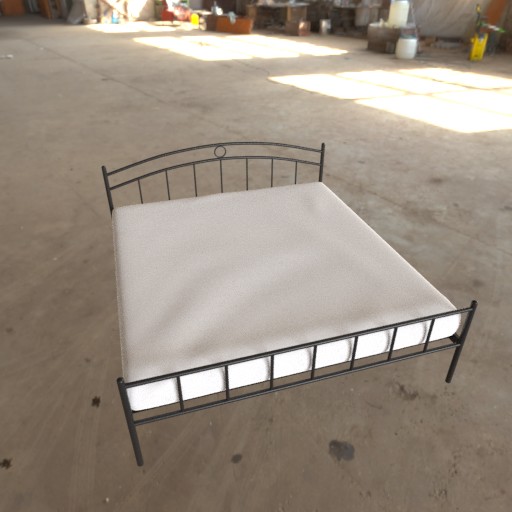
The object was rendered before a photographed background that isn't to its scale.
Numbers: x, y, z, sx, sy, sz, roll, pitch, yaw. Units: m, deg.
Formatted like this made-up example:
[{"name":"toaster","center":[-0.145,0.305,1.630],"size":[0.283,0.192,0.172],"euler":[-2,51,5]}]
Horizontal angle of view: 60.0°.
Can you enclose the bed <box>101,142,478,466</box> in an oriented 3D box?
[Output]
[{"name":"bed","center":[0.000,0.000,3.044],"size":[1.880,0.940,2.040],"euler":[-9,34,-14]}]
